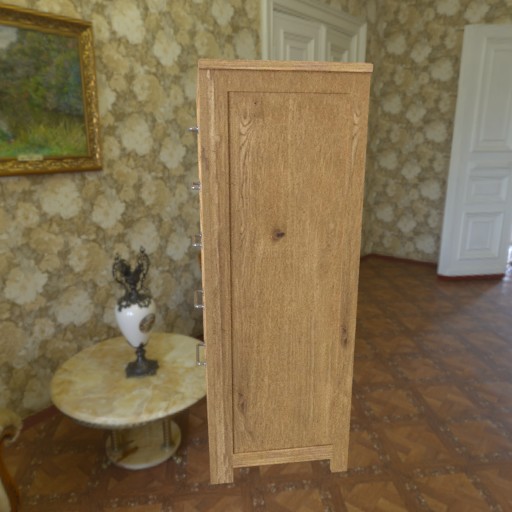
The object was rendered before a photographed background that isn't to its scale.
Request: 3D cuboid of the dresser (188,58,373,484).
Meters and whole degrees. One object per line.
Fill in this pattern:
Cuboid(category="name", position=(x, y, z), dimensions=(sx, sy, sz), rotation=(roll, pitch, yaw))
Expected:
Cuboid(category="dresser", position=(0.000, 0.000, 1.967), dimensions=(0.558, 1.431, 1.081), rotation=(-2, 14, -7))
